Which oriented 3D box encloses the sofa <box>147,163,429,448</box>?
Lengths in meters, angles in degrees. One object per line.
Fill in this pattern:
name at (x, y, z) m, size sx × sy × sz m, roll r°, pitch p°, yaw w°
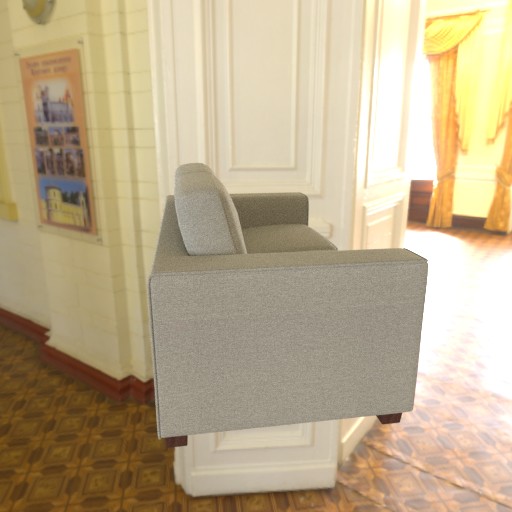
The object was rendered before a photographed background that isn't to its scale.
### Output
sofa at (0.000, 0.000, 2.412) m, size 1.007 × 0.924 × 1.812 m, roll -3°, pitch 16°, yaw -9°
